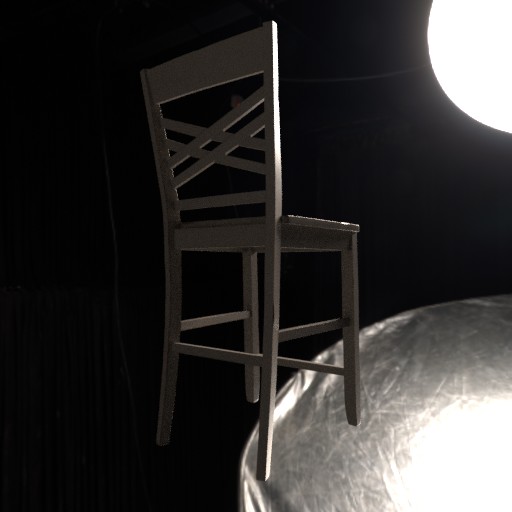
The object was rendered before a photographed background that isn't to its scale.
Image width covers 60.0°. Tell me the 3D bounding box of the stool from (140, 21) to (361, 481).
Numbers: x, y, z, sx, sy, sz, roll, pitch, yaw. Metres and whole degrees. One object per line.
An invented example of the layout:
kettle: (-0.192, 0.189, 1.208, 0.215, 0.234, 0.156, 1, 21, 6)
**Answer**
stool: (0.000, 0.000, 1.350, 0.462, 1.079, 0.539, -1, -1, 36)
